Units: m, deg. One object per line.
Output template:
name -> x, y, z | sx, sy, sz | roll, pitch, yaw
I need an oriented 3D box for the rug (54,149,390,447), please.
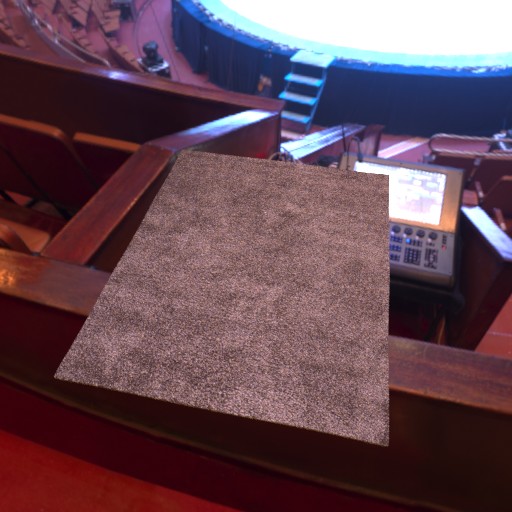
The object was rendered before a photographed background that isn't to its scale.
rug -> 0.000, 0.000, 4.073 | 2.401, 0.025, 3.000 | 9, 48, 8
